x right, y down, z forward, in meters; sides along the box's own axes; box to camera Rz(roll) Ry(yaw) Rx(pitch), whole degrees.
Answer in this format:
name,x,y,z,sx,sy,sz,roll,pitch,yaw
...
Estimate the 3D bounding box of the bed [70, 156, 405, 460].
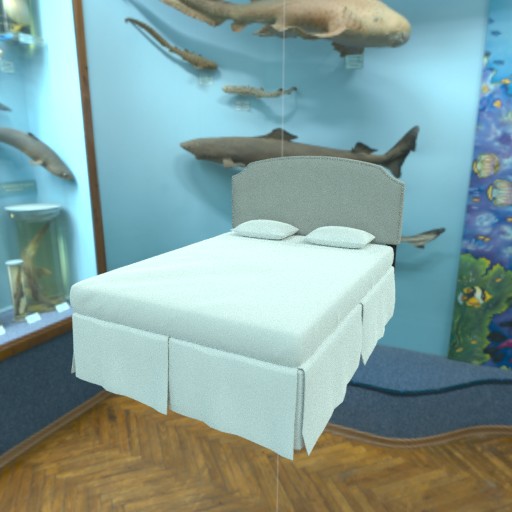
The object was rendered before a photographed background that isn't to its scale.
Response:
name,x,y,z,sx,sy,sz,roll,pitch,yaw
bed,0.000,0.000,2.995,1.558,1.270,1.999,8,16,27
